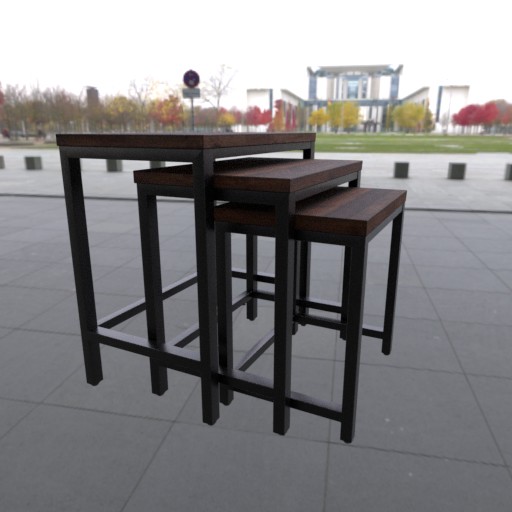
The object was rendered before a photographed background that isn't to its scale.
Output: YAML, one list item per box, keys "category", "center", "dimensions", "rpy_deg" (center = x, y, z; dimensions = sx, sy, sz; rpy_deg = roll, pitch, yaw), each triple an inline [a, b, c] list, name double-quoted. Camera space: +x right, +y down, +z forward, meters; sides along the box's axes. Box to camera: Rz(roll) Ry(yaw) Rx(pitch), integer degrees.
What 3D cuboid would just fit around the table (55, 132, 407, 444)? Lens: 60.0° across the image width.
- category: "table"
  center: [0.000, 0.000, 1.154]
  dimensions: [0.660, 0.616, 0.608]
  rpy_deg: [8, 18, 26]
